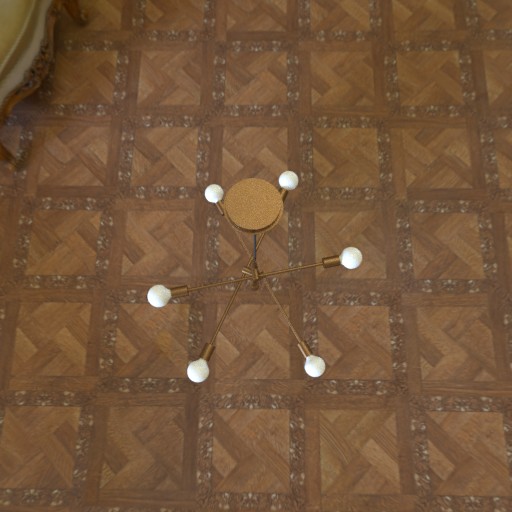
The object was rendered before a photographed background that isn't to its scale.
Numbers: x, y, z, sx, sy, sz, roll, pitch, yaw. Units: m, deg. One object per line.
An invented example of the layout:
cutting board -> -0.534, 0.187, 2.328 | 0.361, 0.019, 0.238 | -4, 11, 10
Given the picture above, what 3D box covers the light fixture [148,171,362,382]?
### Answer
light fixture -> 0.000, 0.000, 1.247 | 0.637, 0.744, 0.682 | -1, 75, 0
